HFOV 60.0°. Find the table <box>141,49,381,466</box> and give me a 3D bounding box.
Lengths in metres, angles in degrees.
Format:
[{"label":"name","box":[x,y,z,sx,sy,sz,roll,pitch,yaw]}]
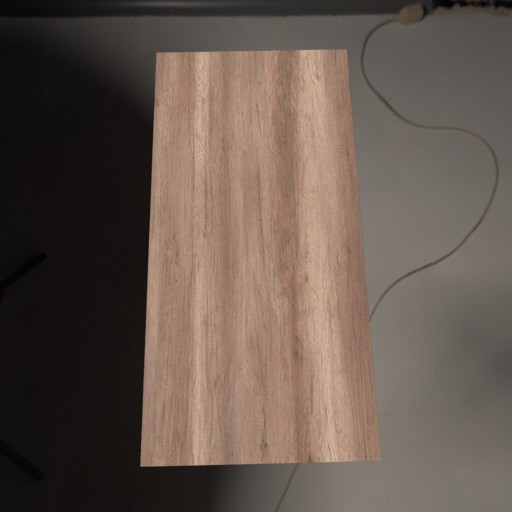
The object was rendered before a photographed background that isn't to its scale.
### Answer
[{"label":"table","box":[0.000,0.000,2.258,0.900,0.790,1.800,-1,76,0]}]
